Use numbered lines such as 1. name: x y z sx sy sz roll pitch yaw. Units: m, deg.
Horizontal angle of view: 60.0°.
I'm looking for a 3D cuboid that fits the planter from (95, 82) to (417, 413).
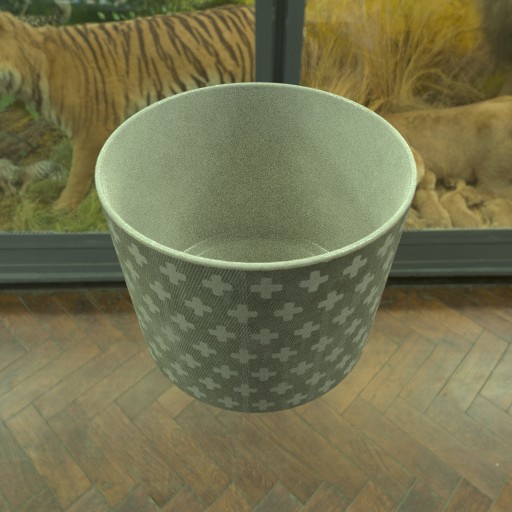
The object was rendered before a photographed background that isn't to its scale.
1. planter: 0.000 0.000 0.333 0.190 0.181 0.190 0 46 0
